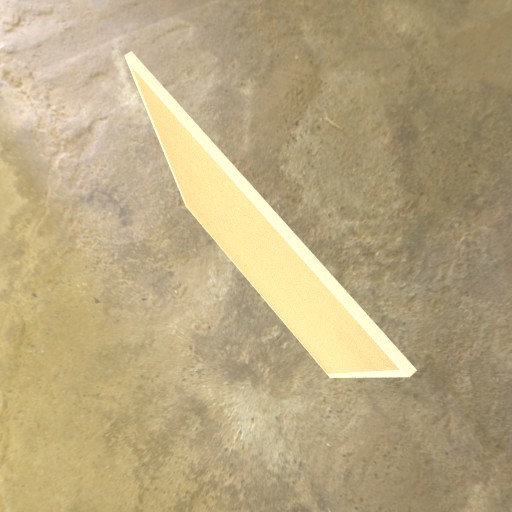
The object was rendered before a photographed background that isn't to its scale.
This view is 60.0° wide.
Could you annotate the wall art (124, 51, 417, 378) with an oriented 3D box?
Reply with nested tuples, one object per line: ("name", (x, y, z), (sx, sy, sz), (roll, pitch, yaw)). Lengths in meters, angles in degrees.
("wall art", (0.000, 0.000, 0.826), (0.012, 0.557, 0.557), (-39, 78, -10))
